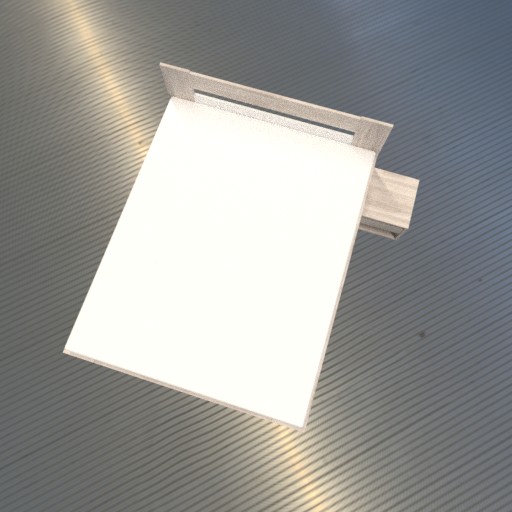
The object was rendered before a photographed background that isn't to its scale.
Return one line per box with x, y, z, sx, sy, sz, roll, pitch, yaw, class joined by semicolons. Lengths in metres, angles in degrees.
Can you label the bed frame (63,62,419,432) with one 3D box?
0.000;0.000;3.149;2.040;0.860;2.050;17;75;5;bed frame
